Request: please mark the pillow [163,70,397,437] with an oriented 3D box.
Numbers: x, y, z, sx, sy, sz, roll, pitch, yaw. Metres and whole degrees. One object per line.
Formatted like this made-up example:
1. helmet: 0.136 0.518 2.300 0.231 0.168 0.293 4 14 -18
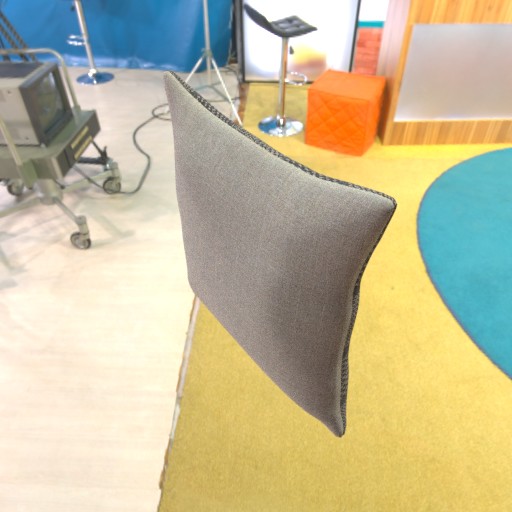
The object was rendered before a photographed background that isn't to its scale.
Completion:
1. pillow: 0.000 0.000 0.664 0.138 0.432 0.435 -26 47 -27
